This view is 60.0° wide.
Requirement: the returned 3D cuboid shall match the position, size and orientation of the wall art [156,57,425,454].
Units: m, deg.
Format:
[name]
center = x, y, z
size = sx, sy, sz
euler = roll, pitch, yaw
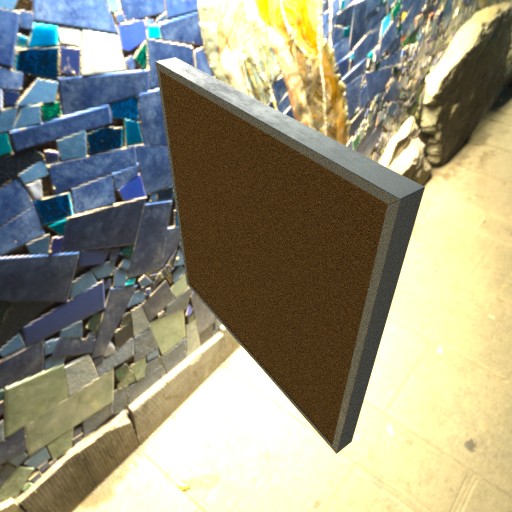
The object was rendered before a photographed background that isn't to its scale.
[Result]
[wall art]
center = 0.000, 0.000, 0.744
size = 0.037, 0.508, 0.508
euler = -25, 47, -27
